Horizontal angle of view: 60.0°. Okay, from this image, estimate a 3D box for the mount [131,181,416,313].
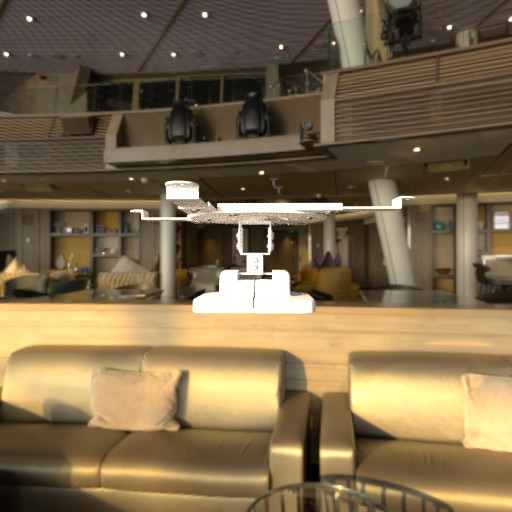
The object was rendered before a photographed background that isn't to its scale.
[{"bbox_3d":[0.000,0.000,0.617,0.394,0.141,0.394,0,0,1],"label":"mount"}]
